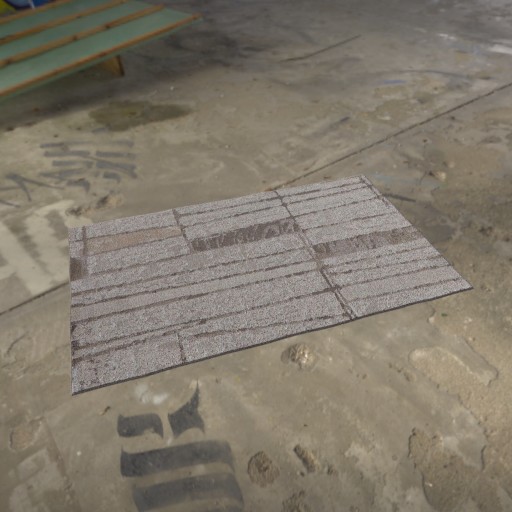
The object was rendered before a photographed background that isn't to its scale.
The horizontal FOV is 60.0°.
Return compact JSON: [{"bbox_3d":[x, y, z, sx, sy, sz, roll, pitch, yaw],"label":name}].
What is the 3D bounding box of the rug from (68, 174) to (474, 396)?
[{"bbox_3d":[0.000,0.000,1.077,0.867,0.007,0.515,-12,43,-13],"label":"rug"}]
